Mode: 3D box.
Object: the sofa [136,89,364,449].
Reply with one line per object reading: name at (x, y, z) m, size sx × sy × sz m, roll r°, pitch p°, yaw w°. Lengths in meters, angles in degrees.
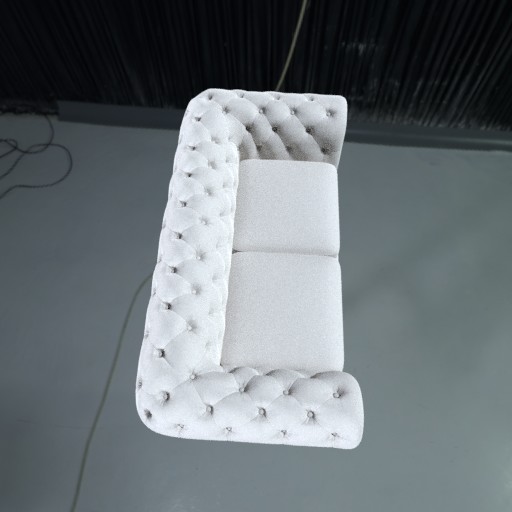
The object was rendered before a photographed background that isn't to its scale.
sofa at (0.000, 0.000, 2.516) m, size 0.986 × 0.764 × 1.998 m, roll 3°, pitch 62°, yaw 1°
